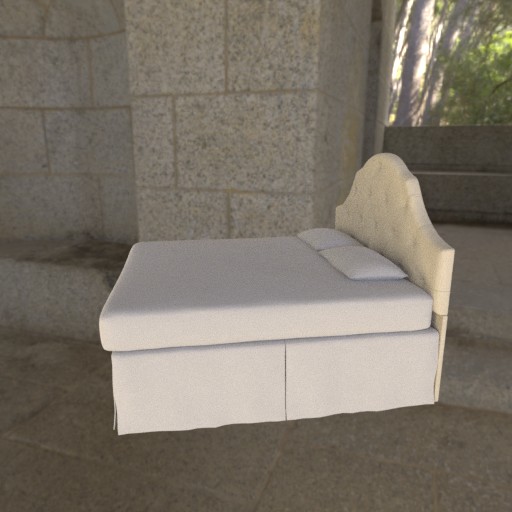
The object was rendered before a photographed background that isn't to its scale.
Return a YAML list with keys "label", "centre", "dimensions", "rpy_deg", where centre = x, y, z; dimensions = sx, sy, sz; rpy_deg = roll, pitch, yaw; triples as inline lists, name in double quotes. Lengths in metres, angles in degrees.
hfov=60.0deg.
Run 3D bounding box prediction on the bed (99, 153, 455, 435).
- label: "bed"
  centre: [0.000, 0.000, 3.447]
  dimensions: [2.086, 1.555, 2.012]
  rpy_deg: [-2, 14, -9]
